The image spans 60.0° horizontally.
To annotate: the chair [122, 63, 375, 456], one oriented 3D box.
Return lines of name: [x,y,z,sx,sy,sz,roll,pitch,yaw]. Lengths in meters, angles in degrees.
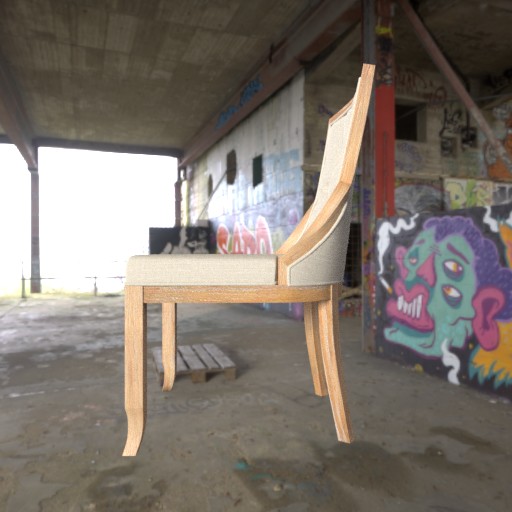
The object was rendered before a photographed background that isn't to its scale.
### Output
chair: [0.000,0.000,1.310,0.641,0.947,0.524,0,0,-1]
